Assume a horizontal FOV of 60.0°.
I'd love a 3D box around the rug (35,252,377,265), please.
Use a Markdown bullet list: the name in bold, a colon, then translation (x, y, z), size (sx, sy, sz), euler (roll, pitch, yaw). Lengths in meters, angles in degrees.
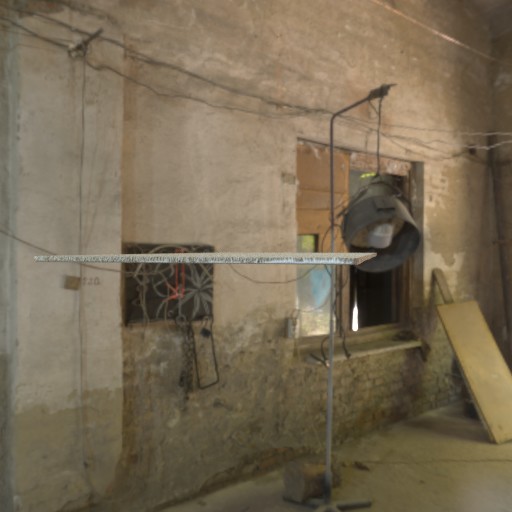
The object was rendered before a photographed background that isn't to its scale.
- **rug**: translation (0.000, 0.000, 2.975), size (1.500, 0.026, 2.349), euler (0, 1, 17)
